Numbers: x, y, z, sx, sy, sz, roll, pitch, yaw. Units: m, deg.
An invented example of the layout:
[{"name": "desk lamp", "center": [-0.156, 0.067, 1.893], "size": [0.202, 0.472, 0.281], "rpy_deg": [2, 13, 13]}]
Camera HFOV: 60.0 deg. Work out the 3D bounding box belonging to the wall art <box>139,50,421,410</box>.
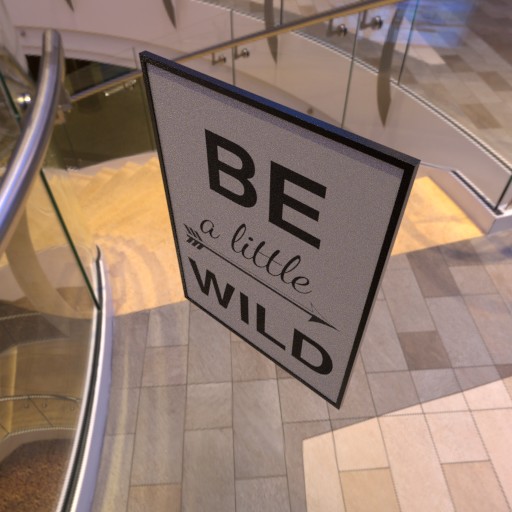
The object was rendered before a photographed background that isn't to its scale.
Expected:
[{"name": "wall art", "center": [0.000, 0.000, 0.772], "size": [0.442, 0.582, 0.013], "rpy_deg": [31, 54, 26]}]
